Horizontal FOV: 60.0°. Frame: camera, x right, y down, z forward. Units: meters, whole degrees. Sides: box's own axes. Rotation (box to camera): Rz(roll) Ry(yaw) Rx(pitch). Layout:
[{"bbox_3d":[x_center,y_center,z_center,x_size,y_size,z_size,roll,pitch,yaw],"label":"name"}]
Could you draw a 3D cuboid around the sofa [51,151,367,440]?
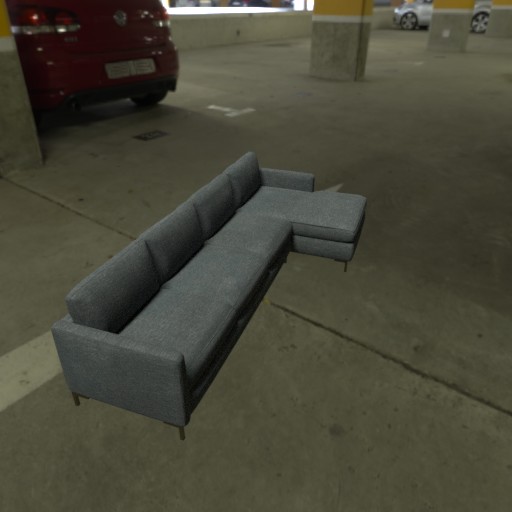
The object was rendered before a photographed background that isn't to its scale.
[{"bbox_3d":[0.000,0.000,3.470,1.350,0.810,2.932,10,32,17],"label":"sofa"}]
